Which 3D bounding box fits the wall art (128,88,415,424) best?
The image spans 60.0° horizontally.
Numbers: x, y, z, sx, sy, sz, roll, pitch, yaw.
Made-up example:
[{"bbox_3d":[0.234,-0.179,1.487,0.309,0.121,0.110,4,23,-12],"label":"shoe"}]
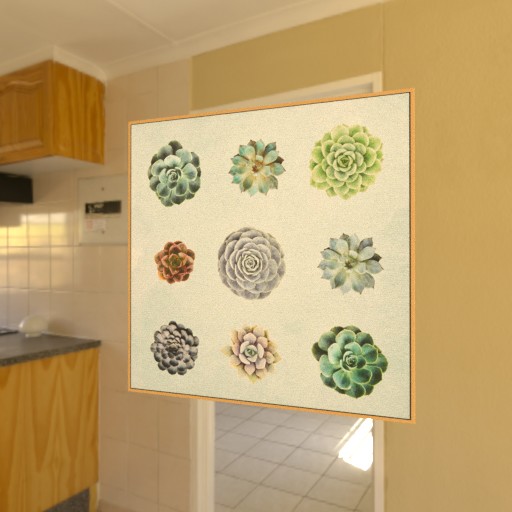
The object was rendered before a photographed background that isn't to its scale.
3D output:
[{"bbox_3d":[0.000,0.000,1.427,0.962,0.959,0.013,0,0,19],"label":"wall art"}]
